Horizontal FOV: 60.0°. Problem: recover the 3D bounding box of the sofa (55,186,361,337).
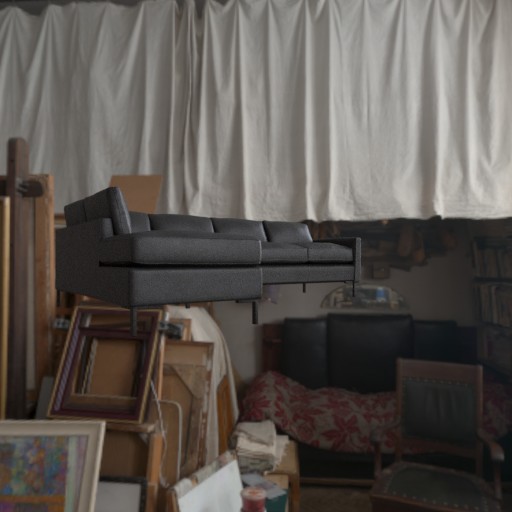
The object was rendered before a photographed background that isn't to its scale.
[{"bbox_3d":[0.000,0.000,3.916,2.984,0.877,1.938,0,-1,-36],"label":"sofa"}]
